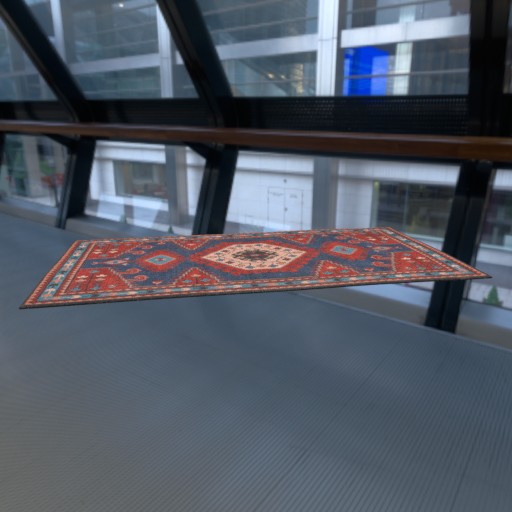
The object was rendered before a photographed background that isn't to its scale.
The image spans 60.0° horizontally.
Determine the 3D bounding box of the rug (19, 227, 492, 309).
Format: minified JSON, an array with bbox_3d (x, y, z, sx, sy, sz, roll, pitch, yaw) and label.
[{"bbox_3d":[0.000,0.000,3.504,3.032,0.034,1.522,-3,17,-10],"label":"rug"}]
